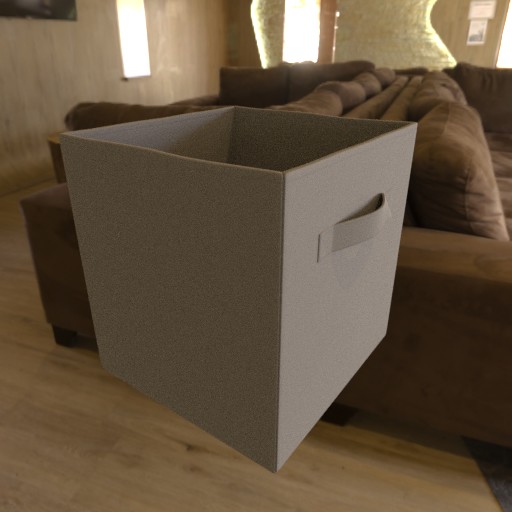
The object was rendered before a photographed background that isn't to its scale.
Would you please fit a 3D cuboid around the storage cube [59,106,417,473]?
[{"bbox_3d":[0.000,0.000,0.499,0.270,0.280,0.270,17,30,32],"label":"storage cube"}]
